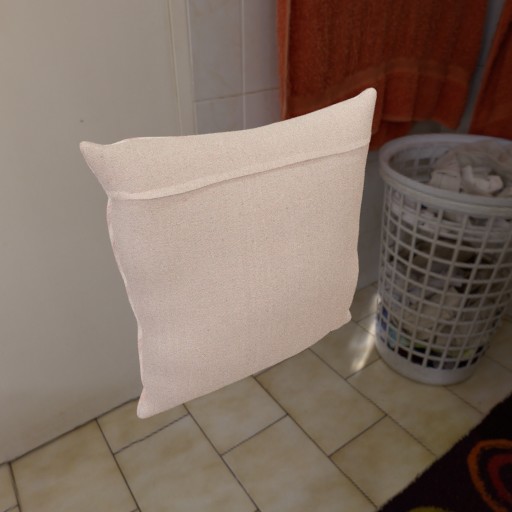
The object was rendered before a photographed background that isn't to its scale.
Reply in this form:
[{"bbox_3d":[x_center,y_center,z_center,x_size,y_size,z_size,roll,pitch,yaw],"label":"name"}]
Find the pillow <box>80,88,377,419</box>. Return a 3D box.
[{"bbox_3d":[0.000,0.000,0.670,0.440,0.441,0.182,-19,37,-28],"label":"pillow"}]
